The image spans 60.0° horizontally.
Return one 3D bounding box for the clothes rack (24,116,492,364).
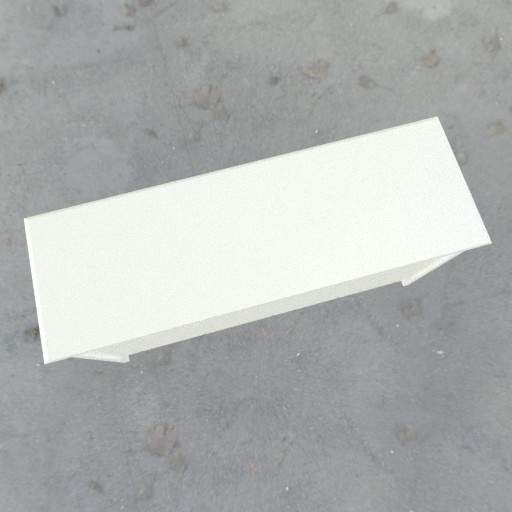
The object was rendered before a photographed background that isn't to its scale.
[{"bbox_3d":[0.000,0.000,1.467,1.218,0.558,0.405,-15,75,-4],"label":"clothes rack"}]
